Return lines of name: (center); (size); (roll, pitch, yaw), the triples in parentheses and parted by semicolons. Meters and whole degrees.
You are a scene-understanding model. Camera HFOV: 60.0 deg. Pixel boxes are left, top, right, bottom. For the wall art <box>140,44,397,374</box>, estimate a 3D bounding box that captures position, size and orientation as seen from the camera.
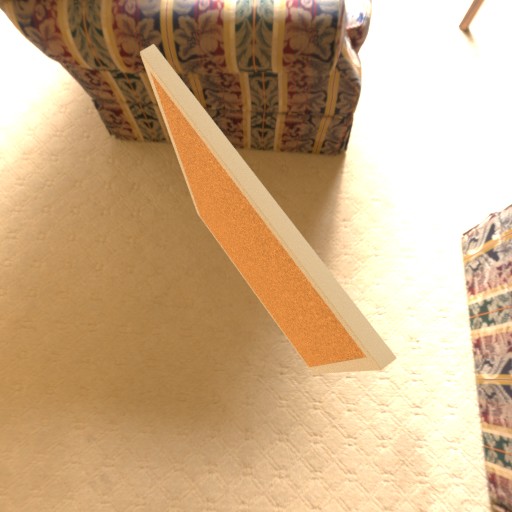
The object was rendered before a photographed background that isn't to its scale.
wall art: (0.000, 0.000, 0.732); (0.020, 0.536, 0.444); (-34, 77, -9)
